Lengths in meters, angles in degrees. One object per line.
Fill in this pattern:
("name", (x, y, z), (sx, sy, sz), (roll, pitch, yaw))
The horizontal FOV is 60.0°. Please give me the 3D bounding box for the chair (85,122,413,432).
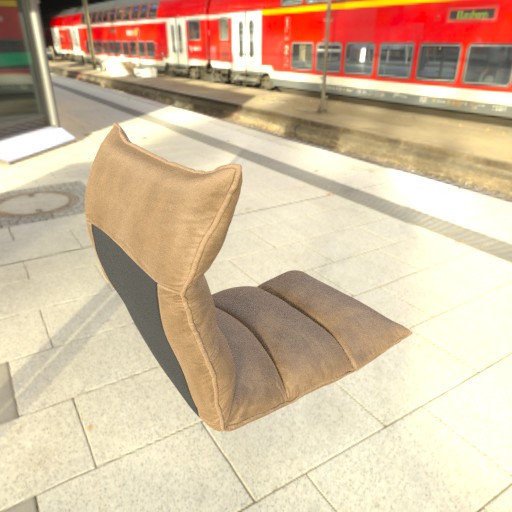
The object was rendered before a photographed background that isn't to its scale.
("chair", (0.000, 0.000, 1.580), (0.985, 0.892, 0.714), (-17, 31, -30))
